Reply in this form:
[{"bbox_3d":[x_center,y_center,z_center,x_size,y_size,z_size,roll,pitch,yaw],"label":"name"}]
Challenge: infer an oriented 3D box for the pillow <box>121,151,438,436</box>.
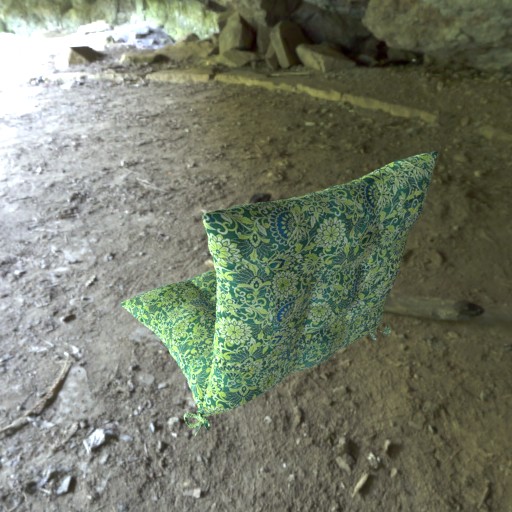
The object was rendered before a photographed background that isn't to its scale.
[{"bbox_3d":[0.000,0.000,1.020,0.541,0.536,0.585,-19,36,-29],"label":"pillow"}]
